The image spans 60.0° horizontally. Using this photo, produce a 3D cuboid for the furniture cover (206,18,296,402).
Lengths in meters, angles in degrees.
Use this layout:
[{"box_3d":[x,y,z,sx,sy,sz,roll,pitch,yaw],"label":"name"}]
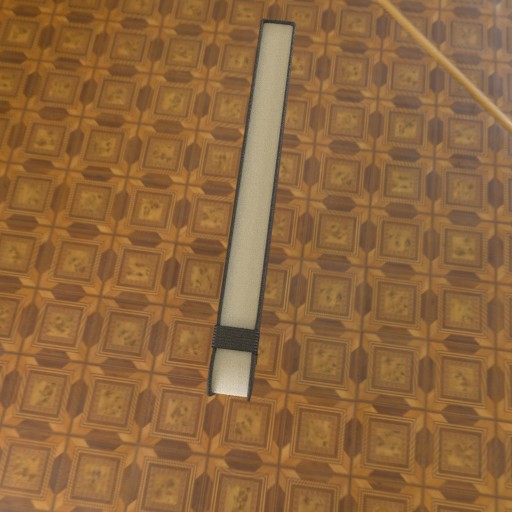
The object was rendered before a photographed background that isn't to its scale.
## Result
[{"box_3d":[0.000,0.000,0.369,0.023,0.281,0.216,7,75,2],"label":"furniture cover"}]
